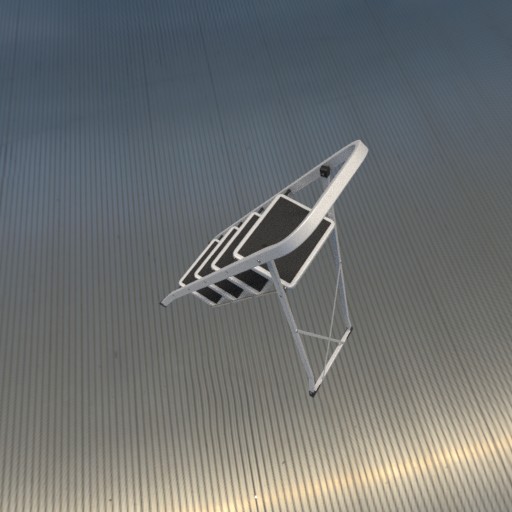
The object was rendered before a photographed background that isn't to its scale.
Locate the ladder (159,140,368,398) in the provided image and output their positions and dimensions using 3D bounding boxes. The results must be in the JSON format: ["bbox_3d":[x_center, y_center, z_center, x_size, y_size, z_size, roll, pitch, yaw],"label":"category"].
[{"bbox_3d":[0.000,0.000,1.738,0.914,1.265,0.460,30,66,15],"label":"ladder"}]
